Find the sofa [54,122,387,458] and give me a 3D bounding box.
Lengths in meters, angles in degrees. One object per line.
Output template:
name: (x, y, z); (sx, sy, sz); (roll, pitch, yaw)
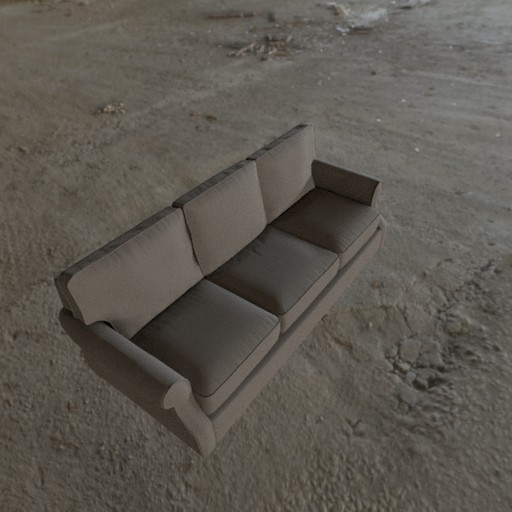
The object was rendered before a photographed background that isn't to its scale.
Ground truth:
sofa: (0.000, 0.000, 2.878); (0.966, 0.948, 2.353); (25, 46, 27)
